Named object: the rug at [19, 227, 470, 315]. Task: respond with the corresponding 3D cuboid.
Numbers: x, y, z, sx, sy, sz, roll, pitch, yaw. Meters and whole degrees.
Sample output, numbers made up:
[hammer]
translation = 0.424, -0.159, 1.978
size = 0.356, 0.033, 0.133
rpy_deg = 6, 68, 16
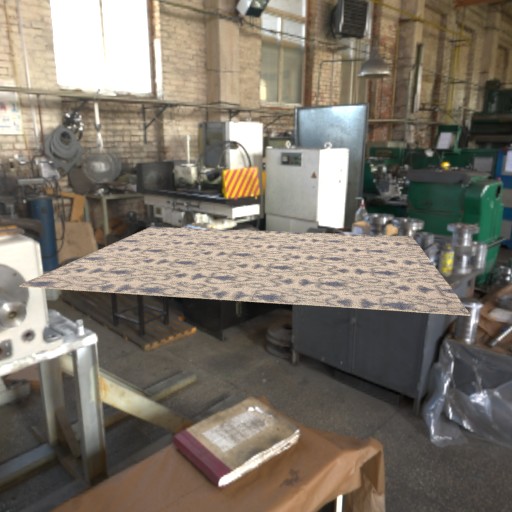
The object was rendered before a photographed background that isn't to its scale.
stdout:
[rug]
translation = 0.000, 0.000, 4.217
size = 3.205, 0.015, 2.437
rpy_deg = 3, 15, 10
